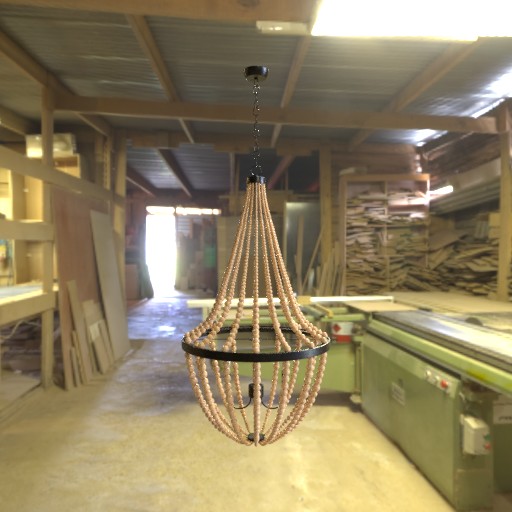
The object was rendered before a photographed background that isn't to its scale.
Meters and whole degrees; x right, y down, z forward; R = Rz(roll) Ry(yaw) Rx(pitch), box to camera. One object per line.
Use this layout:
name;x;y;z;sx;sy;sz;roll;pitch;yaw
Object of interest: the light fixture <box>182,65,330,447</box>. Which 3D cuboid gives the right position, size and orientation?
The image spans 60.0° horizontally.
light fixture;0.000;0.000;1.359;0.450;1.133;0.450;0;0;0
